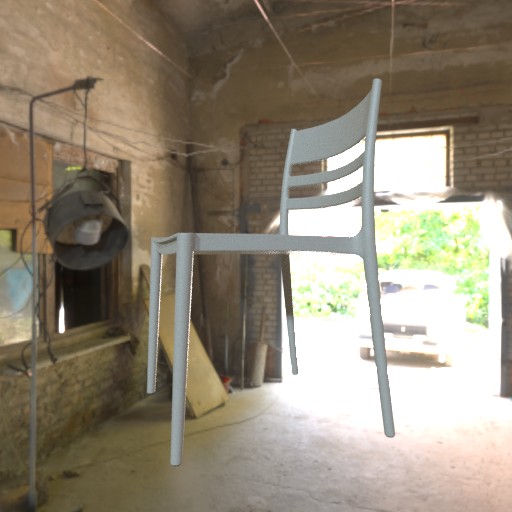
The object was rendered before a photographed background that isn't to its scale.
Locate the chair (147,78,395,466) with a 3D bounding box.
[{"bbox_3d":[0.000,0.000,1.148,0.511,0.800,0.531,0,1,-20],"label":"chair"}]
